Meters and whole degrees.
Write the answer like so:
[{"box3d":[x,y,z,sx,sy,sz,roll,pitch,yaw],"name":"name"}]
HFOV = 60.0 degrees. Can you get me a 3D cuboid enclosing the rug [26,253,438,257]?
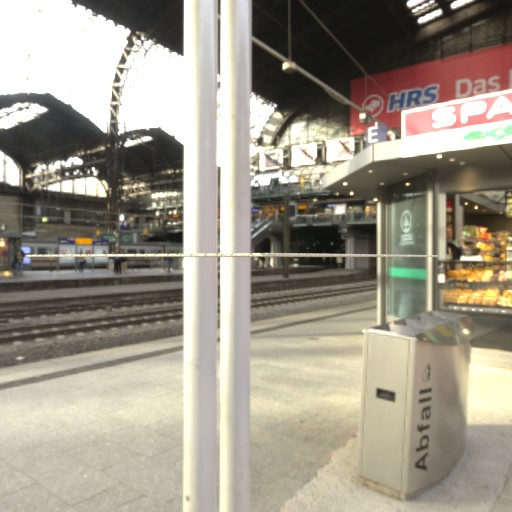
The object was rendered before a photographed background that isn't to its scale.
[{"box3d":[0.000,0.000,4.106,2.441,0.017,3.050,0,0,37],"name":"rug"}]
